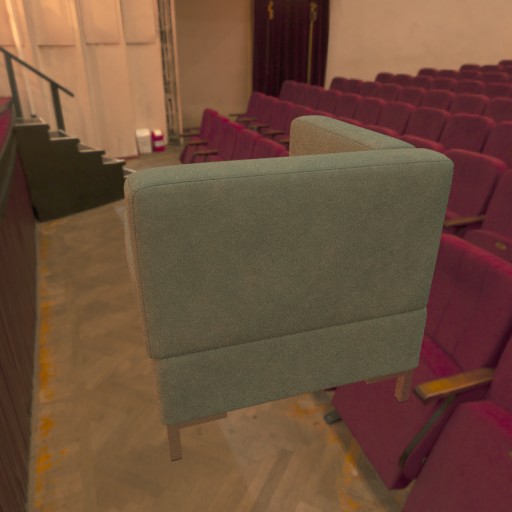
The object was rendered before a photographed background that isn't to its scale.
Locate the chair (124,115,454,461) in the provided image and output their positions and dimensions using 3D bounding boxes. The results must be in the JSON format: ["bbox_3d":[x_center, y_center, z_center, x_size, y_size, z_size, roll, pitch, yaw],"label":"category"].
[{"bbox_3d":[0.000,0.000,1.224,0.680,0.660,0.680,-8,27,-16],"label":"chair"}]
